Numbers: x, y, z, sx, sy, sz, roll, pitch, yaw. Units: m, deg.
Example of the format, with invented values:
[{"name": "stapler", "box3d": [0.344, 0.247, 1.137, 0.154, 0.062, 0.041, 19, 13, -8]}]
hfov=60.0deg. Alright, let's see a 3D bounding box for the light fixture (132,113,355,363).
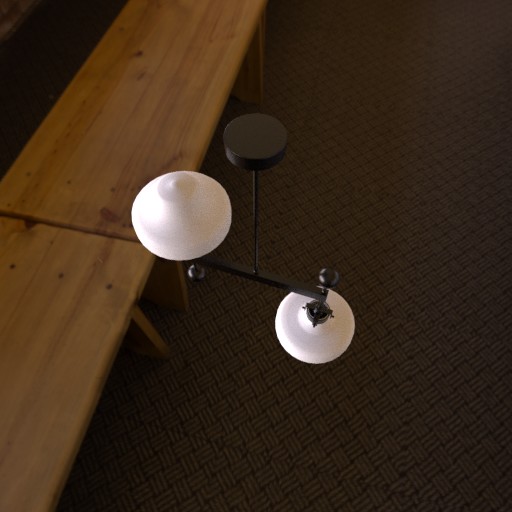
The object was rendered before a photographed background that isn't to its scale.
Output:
[{"name": "light fixture", "box3d": [0.000, 0.000, 1.025, 0.489, 0.743, 0.422, -16, 60, -9]}]
